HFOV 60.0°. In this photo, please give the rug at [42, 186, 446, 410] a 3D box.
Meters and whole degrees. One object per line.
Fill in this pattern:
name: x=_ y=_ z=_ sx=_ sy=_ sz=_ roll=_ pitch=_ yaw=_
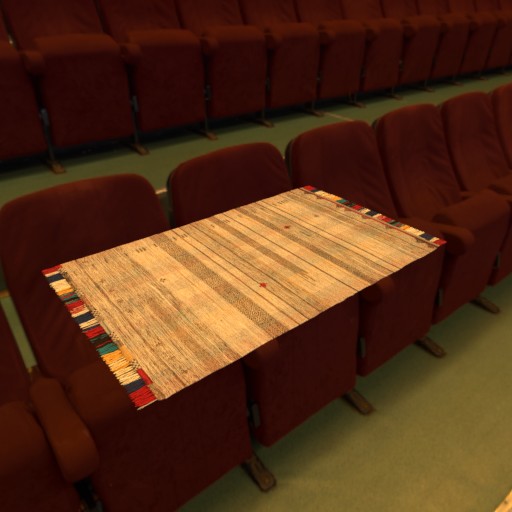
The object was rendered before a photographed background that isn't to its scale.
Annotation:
rug: x=0.000 y=0.000 z=3.069 sx=2.465 sy=0.012 sz=1.465 roll=-22 pitch=37 yaw=-32
